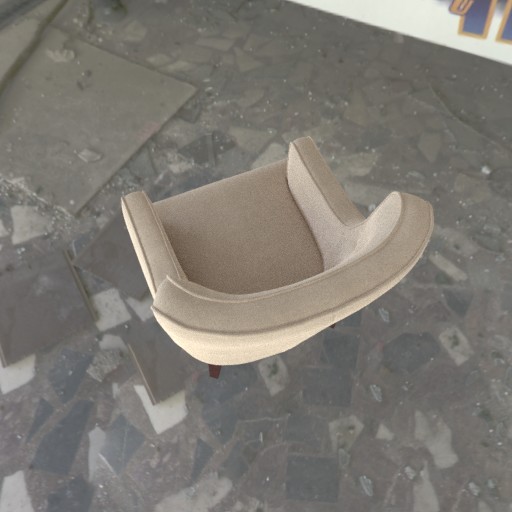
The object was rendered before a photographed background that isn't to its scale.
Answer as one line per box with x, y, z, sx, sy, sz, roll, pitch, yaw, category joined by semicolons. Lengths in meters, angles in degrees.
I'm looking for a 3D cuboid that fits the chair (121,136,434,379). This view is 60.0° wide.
0.000;0.000;1.597;0.781;0.920;0.910;-21;61;-12;chair
